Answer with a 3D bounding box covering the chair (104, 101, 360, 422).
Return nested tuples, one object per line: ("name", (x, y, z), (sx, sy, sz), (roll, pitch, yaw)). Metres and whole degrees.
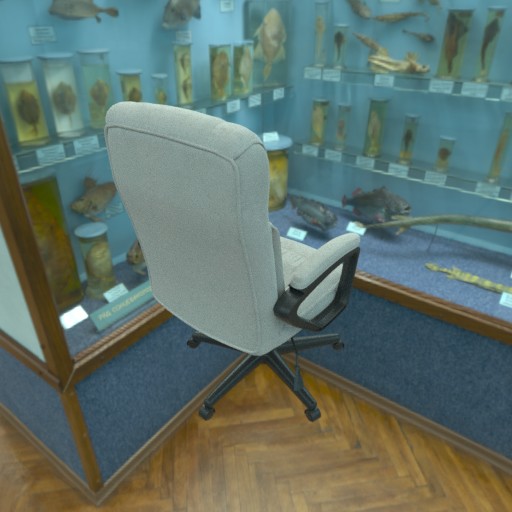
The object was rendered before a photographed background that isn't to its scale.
("chair", (0.000, 0.000, 1.534), (0.667, 1.105, 0.724), (22, 38, 32))
